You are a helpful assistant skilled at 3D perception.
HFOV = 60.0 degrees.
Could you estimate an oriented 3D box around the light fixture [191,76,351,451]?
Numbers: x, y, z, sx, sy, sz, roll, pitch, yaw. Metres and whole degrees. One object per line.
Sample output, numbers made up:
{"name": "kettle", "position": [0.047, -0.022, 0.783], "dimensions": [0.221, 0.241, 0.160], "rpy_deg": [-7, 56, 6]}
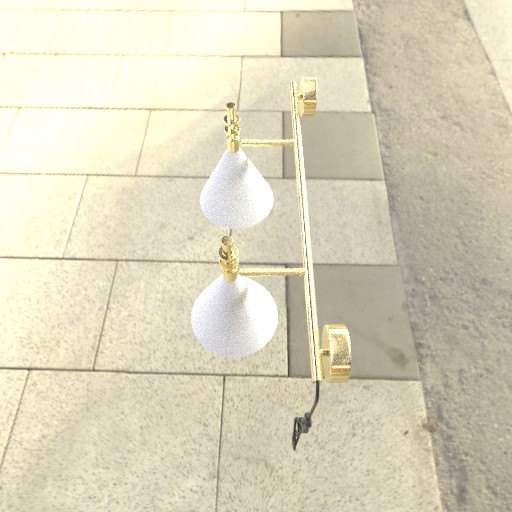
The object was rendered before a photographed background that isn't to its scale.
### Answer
{"name": "light fixture", "position": [0.000, 0.000, 0.863], "dimensions": [0.239, 0.468, 0.642], "rpy_deg": [0, 58, 0]}
